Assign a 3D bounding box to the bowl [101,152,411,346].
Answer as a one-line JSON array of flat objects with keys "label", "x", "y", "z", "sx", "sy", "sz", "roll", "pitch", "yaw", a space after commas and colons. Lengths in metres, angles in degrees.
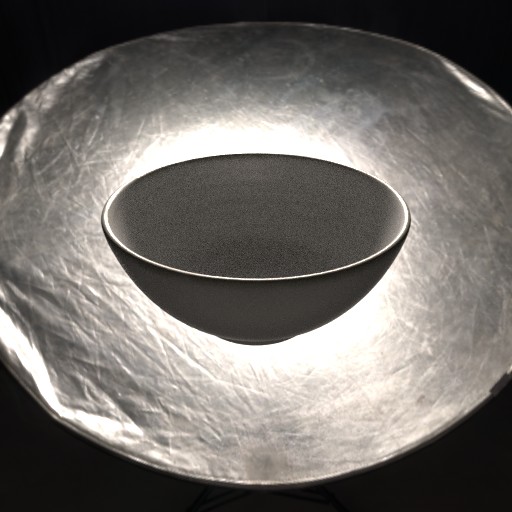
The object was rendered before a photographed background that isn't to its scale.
[{"label": "bowl", "x": 0.000, "y": 0.000, "z": 0.429, "sx": 0.268, "sy": 0.121, "sz": 0.268, "roll": 0, "pitch": 31, "yaw": 0}]
